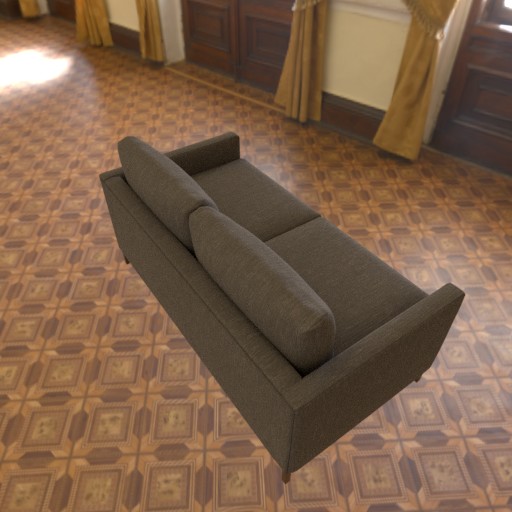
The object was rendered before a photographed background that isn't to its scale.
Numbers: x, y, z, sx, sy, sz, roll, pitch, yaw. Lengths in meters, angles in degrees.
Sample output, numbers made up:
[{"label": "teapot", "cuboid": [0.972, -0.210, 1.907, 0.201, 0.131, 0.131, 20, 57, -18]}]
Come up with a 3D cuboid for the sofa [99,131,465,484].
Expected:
[{"label": "sofa", "cuboid": [0.000, 0.000, 2.157, 0.875, 0.840, 1.682, -26, 48, -25]}]
